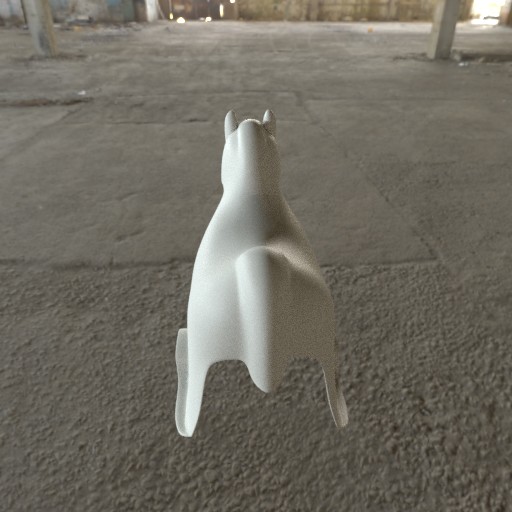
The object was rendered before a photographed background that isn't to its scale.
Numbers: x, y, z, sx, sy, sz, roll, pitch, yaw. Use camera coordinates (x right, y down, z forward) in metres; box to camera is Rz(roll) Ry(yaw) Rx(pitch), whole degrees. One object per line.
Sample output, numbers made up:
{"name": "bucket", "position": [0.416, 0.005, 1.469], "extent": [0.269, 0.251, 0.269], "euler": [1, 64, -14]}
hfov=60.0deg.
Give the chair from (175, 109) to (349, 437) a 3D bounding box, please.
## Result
{"name": "chair", "position": [0.000, 0.000, 1.132], "extent": [0.429, 0.612, 0.800], "euler": [-2, 30, -3]}
